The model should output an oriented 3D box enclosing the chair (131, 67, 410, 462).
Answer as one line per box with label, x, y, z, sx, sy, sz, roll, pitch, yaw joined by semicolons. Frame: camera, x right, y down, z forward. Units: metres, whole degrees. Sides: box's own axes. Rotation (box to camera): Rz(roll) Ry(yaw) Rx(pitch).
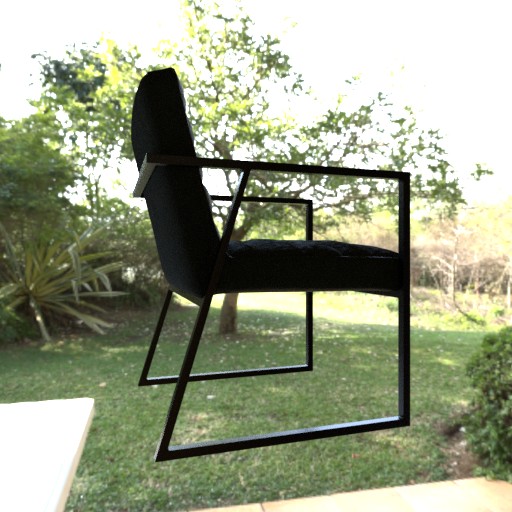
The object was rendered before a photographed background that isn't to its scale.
chair;0.000;0.000;1.260;0.677;0.833;0.571;0;0;-18
